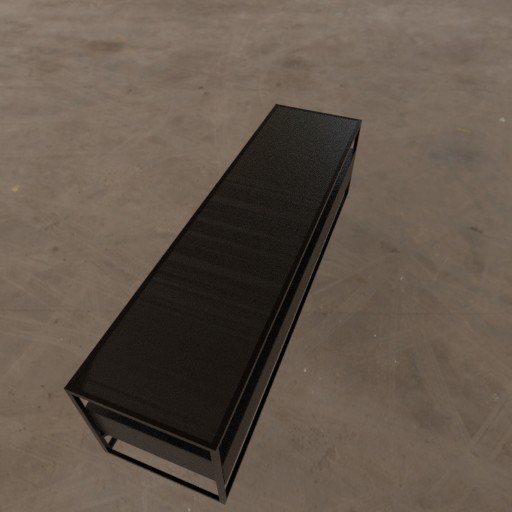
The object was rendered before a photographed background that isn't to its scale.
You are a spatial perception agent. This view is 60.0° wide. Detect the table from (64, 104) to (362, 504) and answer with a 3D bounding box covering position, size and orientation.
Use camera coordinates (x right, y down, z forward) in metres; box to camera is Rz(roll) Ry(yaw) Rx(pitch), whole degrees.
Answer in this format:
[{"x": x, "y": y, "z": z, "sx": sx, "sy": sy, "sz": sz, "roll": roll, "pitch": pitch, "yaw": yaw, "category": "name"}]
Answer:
[{"x": 0.000, "y": 0.000, "z": 1.613, "sx": 0.399, "sy": 0.395, "sz": 1.486, "roll": 16, "pitch": 48, "yaw": 15, "category": "table"}]
